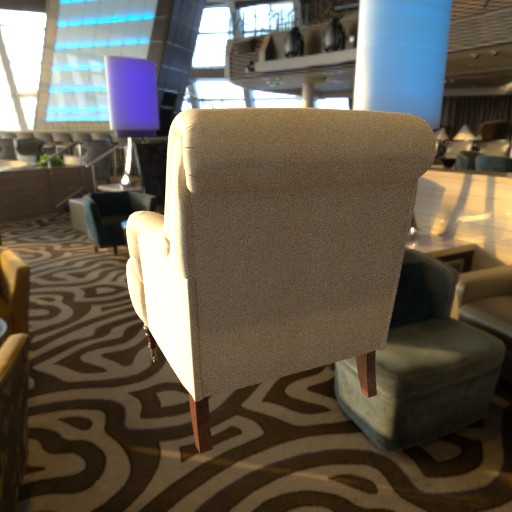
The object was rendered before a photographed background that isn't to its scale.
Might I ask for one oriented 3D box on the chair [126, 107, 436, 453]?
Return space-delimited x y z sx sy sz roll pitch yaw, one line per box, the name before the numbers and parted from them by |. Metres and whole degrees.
chair | 0.000 0.000 1.530 0.766 0.944 0.842 -8 17 -26
